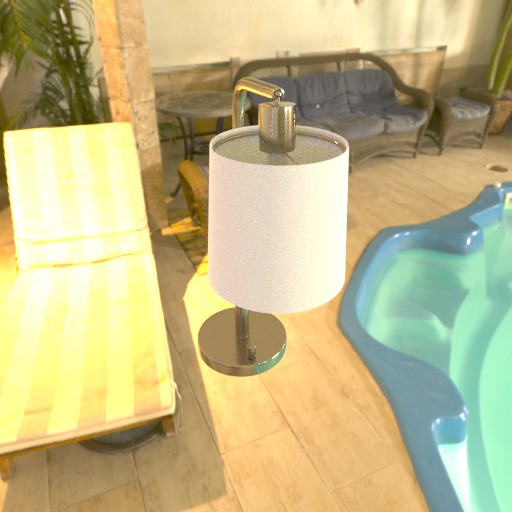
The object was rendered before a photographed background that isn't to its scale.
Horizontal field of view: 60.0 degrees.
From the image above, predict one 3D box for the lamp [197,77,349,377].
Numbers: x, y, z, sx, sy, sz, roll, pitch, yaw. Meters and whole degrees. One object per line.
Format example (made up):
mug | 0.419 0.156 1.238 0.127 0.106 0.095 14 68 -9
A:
lamp | 0.000 0.000 0.638 0.171 0.489 0.333 -10 33 -15
